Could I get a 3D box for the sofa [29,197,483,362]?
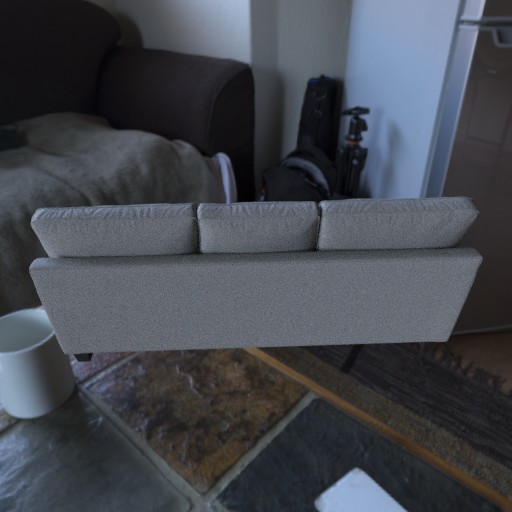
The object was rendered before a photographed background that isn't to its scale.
[{"bbox_3d":[0.000,0.000,2.782,2.323,0.997,1.016,-1,31,-2],"label":"sofa"}]
